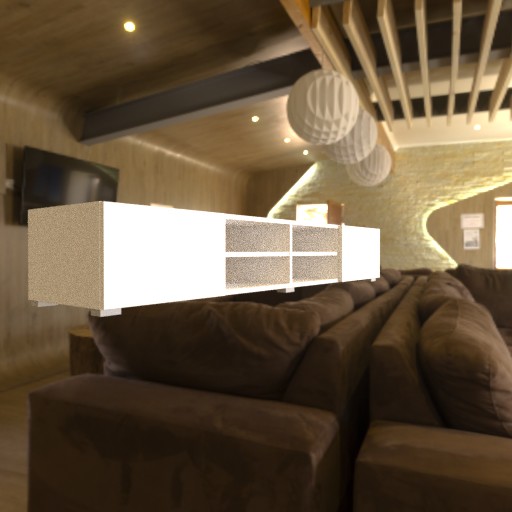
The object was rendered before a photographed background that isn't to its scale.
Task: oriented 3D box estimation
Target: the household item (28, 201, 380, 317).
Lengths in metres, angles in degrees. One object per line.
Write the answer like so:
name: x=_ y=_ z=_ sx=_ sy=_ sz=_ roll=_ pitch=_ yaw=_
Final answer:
household item: x=0.000 y=0.000 z=2.029 sx=0.420 sy=0.310 sz=1.850 roll=0 pitch=1 yaw=38
